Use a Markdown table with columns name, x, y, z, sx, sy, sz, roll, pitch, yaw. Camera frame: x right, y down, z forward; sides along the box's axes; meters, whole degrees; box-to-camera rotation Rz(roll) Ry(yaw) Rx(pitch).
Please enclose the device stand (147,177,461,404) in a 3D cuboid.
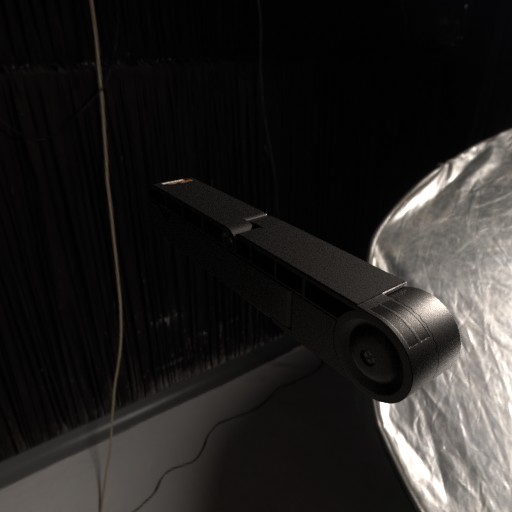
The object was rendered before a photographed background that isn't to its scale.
| name | x | y | z | sx | sy | sz | roll | pitch | yaw |
| --- | --- | --- | --- | --- | --- | --- | --- | --- | --- |
| device stand | 0.000 | 0.000 | 0.194 | 0.026 | 0.030 | 0.179 | -18 | 32 | -32 |
